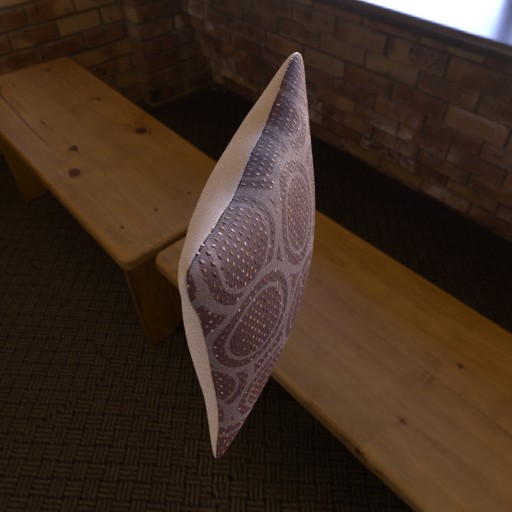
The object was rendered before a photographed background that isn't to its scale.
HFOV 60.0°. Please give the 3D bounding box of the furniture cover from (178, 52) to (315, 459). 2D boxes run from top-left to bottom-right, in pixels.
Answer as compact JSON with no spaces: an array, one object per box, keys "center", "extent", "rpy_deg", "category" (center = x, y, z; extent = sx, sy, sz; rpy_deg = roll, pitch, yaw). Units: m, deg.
[{"center":[0.000,0.000,0.797],"extent":[0.193,0.509,0.552],"rpy_deg":[11,48,10],"category":"furniture cover"}]
